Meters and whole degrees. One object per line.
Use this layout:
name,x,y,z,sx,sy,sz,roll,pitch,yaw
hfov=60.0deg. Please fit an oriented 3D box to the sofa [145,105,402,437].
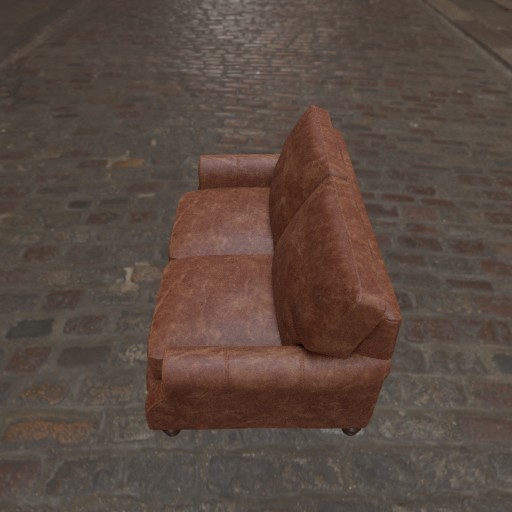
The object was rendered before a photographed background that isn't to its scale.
sofa,0.000,0.000,2.216,0.990,0.967,1.616,0,41,0
